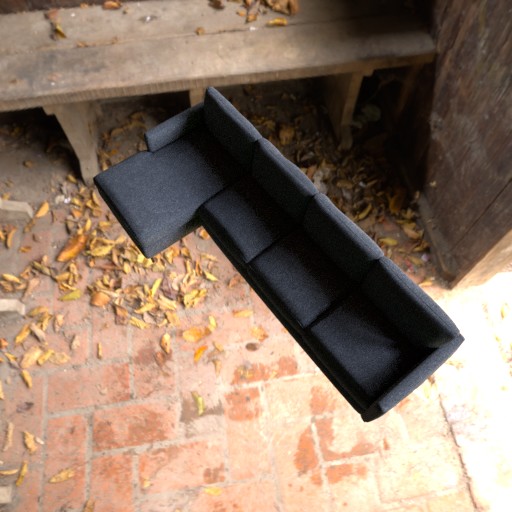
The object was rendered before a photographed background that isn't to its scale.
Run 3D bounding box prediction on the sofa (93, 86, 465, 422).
[{"bbox_3d":[0.000,0.000,3.464,1.350,0.810,2.932,-35,68,-16],"label":"sofa"}]
